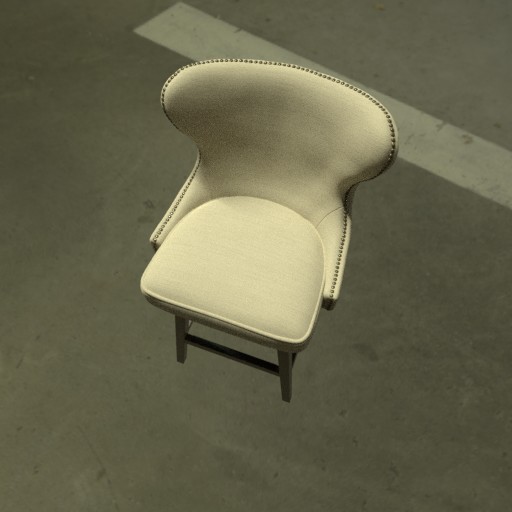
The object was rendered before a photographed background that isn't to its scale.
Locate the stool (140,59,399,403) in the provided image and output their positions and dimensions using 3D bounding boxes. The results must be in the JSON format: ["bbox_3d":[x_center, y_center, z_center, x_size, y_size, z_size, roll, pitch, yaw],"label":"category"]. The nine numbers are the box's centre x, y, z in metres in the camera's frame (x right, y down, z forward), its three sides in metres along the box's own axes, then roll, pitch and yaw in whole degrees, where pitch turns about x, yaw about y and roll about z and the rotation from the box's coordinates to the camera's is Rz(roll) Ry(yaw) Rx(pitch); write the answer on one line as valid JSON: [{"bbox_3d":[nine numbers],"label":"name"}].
[{"bbox_3d":[0.000,0.000,1.386,0.615,0.972,0.597,17,59,11],"label":"stool"}]
